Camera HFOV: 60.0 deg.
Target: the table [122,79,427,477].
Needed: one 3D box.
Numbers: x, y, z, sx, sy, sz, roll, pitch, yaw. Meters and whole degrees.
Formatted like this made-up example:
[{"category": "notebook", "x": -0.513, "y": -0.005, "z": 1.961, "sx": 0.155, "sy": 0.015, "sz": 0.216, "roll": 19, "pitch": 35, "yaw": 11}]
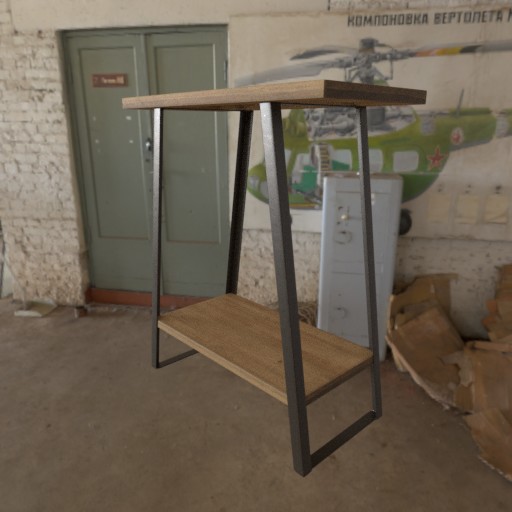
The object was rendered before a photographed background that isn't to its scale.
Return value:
[{"category": "table", "x": 0.000, "y": 0.000, "z": 1.022, "sx": 0.300, "sy": 0.701, "sz": 0.599, "roll": -15, "pitch": 22, "yaw": -41}]
